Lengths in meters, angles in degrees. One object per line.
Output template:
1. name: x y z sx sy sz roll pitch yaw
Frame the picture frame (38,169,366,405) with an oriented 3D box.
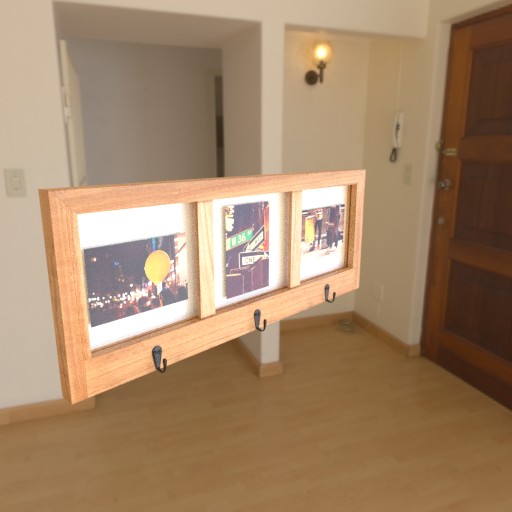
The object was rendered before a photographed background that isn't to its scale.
1. picture frame: 0.000 0.000 0.662 0.045 0.234 0.582 13 19 43
